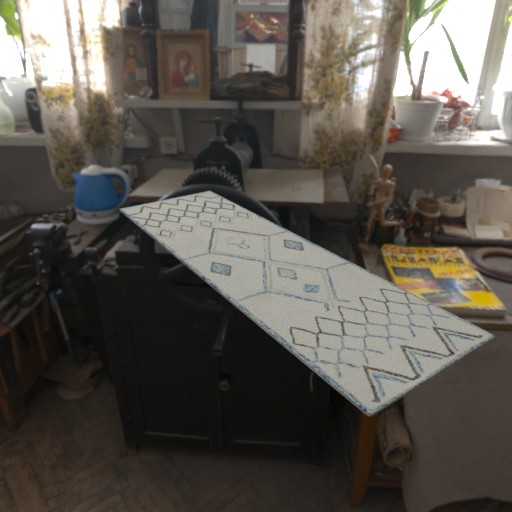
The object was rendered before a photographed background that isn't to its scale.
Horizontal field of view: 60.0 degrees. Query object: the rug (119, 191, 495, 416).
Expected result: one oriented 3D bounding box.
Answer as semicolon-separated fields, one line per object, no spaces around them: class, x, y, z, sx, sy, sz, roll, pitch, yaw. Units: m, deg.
rug;0.000;0.000;2.570;0.770;0.013;2.434;-17;31;-31
